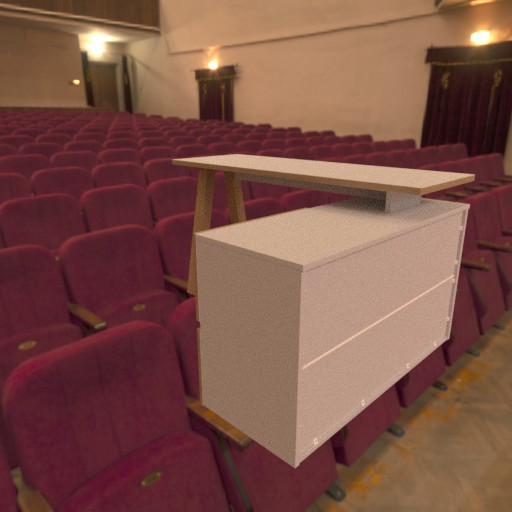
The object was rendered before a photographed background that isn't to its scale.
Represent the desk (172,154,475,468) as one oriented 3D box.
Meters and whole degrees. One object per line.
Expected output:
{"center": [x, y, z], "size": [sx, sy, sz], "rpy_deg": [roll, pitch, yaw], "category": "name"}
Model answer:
{"center": [0.000, 0.000, 2.001], "size": [1.404, 0.755, 1.098], "rpy_deg": [17, 24, 42], "category": "desk"}
